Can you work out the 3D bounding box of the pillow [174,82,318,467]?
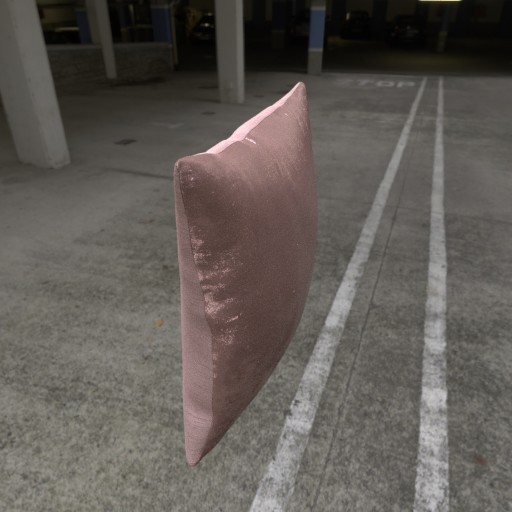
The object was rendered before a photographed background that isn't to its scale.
[{"bbox_3d":[0.000,0.000,0.708,0.175,0.464,0.470,11,32,17],"label":"pillow"}]
